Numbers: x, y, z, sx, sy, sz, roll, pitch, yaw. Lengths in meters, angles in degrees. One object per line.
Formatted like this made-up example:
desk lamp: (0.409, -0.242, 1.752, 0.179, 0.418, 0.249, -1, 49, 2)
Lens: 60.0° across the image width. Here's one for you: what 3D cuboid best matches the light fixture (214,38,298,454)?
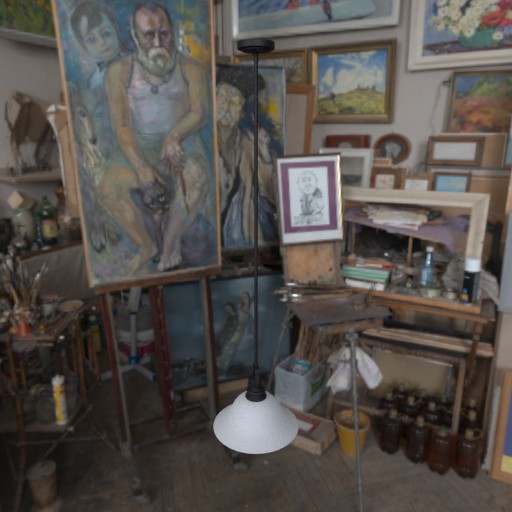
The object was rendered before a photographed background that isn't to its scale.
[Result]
light fixture: (0.000, 0.000, 1.516, 0.324, 1.337, 0.324, -2, 16, -8)
